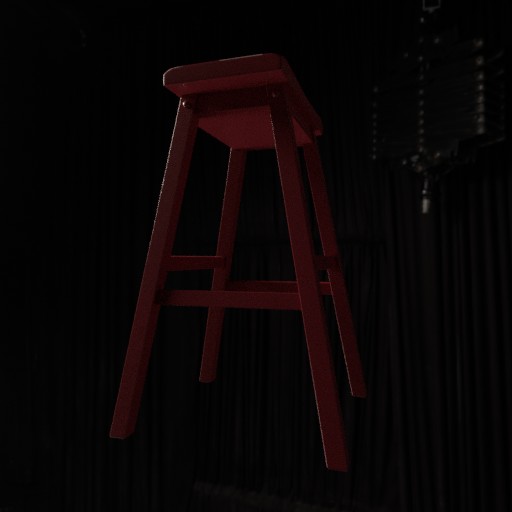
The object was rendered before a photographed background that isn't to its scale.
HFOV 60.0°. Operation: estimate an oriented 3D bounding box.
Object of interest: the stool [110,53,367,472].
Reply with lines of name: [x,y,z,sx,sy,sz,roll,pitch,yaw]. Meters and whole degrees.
stool: [0.000,0.000,1.045,0.476,0.737,0.457,0,0,18]
